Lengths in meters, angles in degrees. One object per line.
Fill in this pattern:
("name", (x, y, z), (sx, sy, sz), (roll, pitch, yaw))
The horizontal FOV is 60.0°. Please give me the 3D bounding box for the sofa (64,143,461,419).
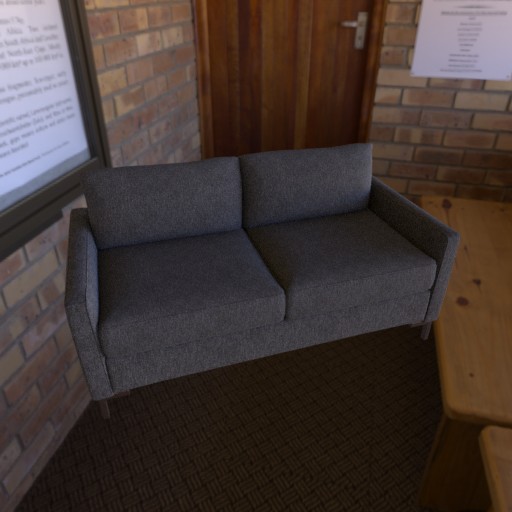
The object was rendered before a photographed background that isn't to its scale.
("sofa", (0.000, 0.000, 2.207), (1.716, 0.862, 0.866), (-10, 33, -15))
